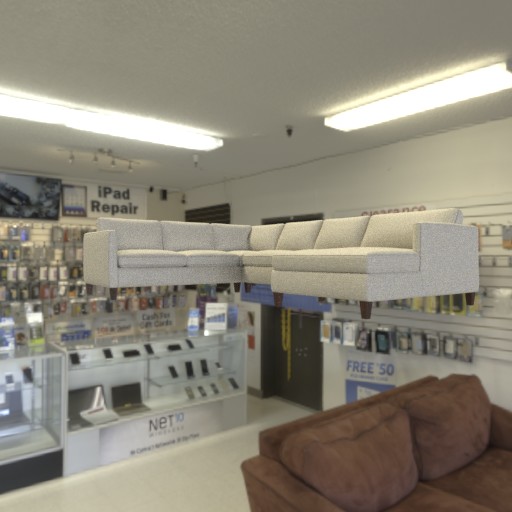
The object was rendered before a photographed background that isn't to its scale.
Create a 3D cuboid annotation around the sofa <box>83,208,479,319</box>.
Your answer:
[{"bbox_3d":[0.000,0.000,4.565,2.551,0.889,3.403,0,0,-37],"label":"sofa"}]
